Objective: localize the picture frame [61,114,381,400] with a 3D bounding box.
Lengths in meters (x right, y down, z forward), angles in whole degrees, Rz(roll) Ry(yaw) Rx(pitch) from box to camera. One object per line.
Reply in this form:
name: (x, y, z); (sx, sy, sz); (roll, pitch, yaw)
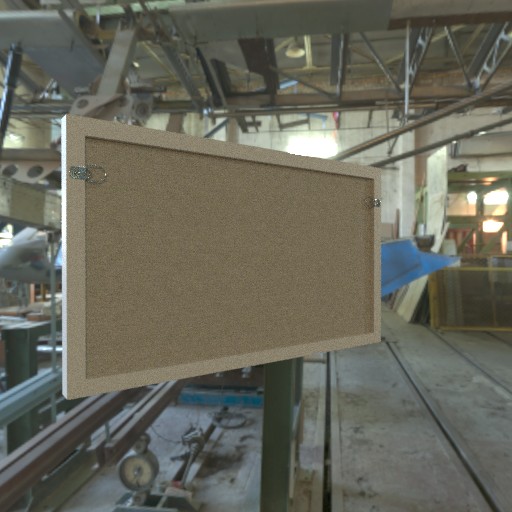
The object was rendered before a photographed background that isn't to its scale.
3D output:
picture frame: (0.000, 0.000, 0.791); (0.647, 0.379, 0.044); (0, 1, -36)
